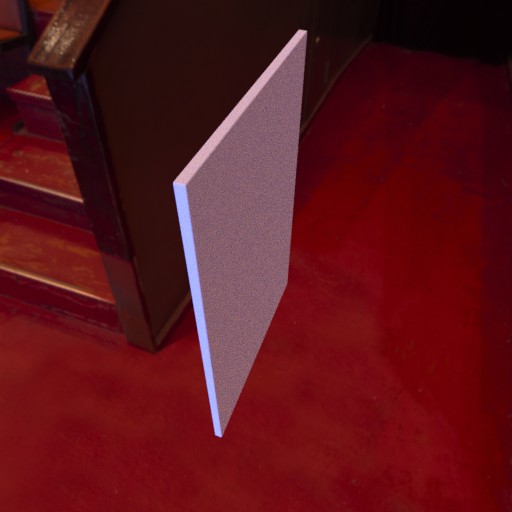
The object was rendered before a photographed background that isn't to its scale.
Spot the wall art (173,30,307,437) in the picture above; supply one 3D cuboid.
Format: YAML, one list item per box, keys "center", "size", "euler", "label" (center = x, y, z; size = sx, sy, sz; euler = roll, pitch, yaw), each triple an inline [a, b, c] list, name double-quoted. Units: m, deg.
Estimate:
- center: [0.000, 0.000, 0.613]
  size: [0.011, 0.482, 0.329]
  euler: [15, 48, 14]
  label: "wall art"
